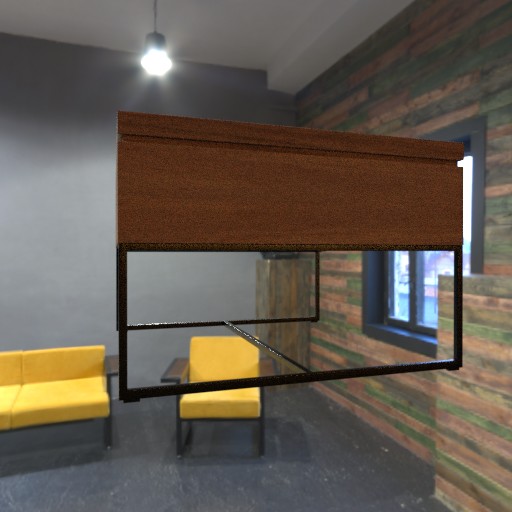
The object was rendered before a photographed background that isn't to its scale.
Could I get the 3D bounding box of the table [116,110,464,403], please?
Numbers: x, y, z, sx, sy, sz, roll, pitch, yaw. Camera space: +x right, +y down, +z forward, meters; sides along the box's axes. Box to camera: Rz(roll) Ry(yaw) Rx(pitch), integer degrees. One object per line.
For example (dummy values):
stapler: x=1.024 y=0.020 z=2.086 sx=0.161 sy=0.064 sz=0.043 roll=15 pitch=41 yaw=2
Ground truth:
table: x=0.000 y=0.000 z=1.124 sx=0.676 sy=0.464 sz=0.679 roll=0 pitch=0 yaw=-18
